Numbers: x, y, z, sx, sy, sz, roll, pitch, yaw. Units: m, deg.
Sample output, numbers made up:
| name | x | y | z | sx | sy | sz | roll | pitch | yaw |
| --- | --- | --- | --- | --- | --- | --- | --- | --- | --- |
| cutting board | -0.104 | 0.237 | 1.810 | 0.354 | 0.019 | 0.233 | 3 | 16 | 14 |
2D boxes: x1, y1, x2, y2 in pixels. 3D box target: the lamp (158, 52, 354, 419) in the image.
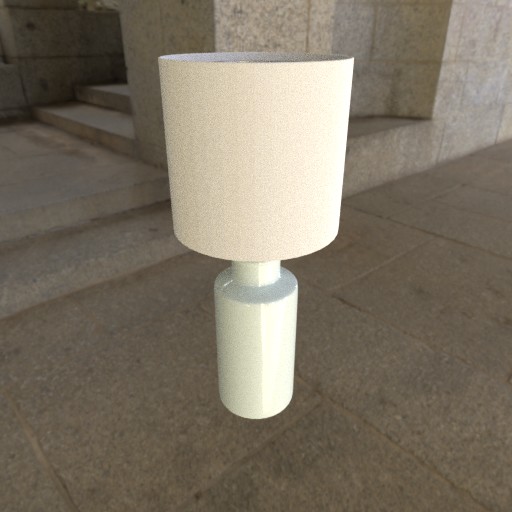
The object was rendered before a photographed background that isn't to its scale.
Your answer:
| name | x | y | z | sx | sy | sz | roll | pitch | yaw |
| --- | --- | --- | --- | --- | --- | --- | --- | --- | --- |
| lamp | 0.000 | 0.000 | 0.600 | 0.212 | 0.493 | 0.212 | 9 | 28 | 16 |
